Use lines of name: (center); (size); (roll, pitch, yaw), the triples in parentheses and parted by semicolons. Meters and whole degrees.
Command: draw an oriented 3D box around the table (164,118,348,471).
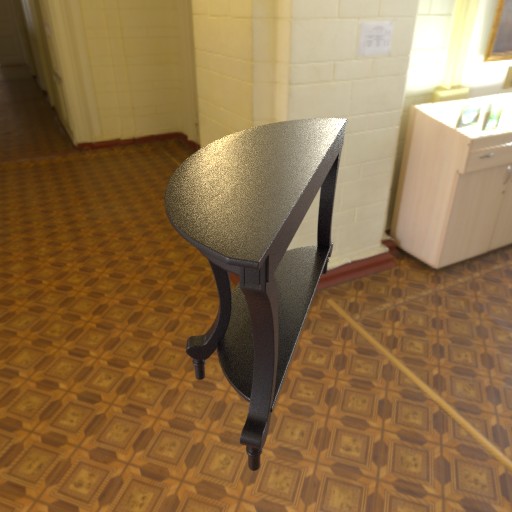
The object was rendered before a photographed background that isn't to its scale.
table: (0.000, 0.000, 1.517); (0.394, 0.692, 1.198); (9, 31, 15)
